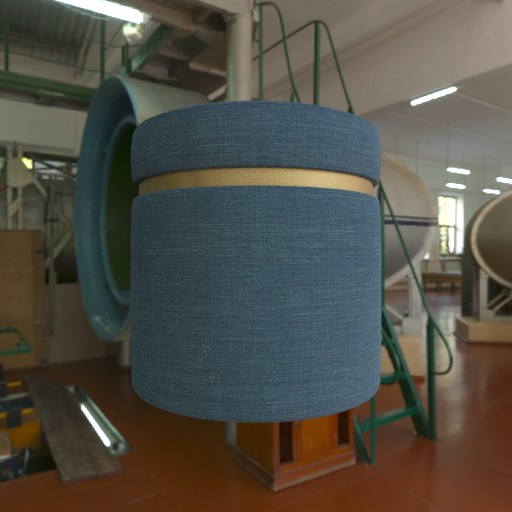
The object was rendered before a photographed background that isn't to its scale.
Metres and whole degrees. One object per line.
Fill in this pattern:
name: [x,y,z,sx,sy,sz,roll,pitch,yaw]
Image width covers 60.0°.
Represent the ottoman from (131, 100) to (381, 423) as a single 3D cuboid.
ottoman: [0.000,0.000,0.731,0.398,0.406,0.398,0,1,0]
